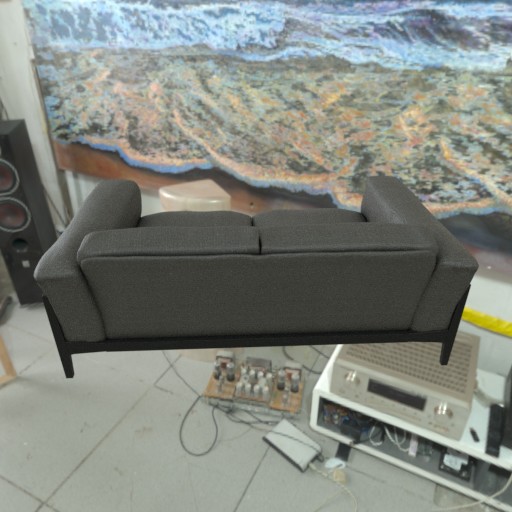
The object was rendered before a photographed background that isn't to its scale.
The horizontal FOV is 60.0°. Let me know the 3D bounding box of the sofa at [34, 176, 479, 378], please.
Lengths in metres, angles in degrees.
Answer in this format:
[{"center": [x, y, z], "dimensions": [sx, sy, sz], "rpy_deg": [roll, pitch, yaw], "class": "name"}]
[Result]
[{"center": [0.000, 0.000, 2.154], "dimensions": [1.690, 0.656, 0.960], "rpy_deg": [-1, 31, -2], "class": "sofa"}]
